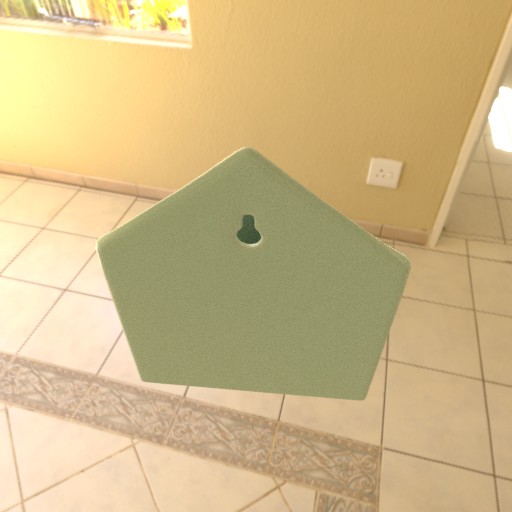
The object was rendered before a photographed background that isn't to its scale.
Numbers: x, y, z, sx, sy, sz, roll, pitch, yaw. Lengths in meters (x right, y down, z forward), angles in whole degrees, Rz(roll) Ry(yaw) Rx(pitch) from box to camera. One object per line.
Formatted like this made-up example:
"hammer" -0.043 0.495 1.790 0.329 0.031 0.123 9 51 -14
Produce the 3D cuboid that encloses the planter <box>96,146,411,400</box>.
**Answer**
"planter" 0.000 0.000 0.278 0.164 0.197 0.079 4 45 4
